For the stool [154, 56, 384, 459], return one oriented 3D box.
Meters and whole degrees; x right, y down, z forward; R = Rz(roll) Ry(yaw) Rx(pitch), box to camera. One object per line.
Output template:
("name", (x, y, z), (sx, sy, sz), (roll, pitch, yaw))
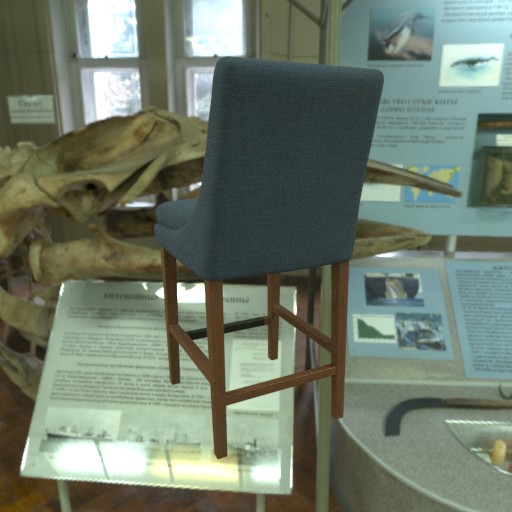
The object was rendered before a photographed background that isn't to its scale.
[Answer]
("stool", (0.000, 0.000, 1.297), (0.470, 0.981, 0.577), (-7, 17, -26))
